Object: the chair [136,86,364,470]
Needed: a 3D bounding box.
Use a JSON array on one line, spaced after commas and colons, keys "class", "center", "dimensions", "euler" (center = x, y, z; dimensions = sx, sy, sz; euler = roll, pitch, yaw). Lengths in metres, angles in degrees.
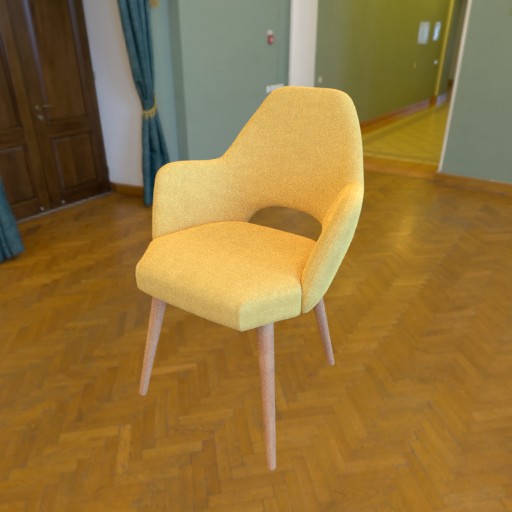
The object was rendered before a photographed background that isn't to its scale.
[{"class": "chair", "center": [0.000, 0.000, 1.241], "dimensions": [0.590, 0.840, 0.610], "euler": [17, 31, 30]}]
